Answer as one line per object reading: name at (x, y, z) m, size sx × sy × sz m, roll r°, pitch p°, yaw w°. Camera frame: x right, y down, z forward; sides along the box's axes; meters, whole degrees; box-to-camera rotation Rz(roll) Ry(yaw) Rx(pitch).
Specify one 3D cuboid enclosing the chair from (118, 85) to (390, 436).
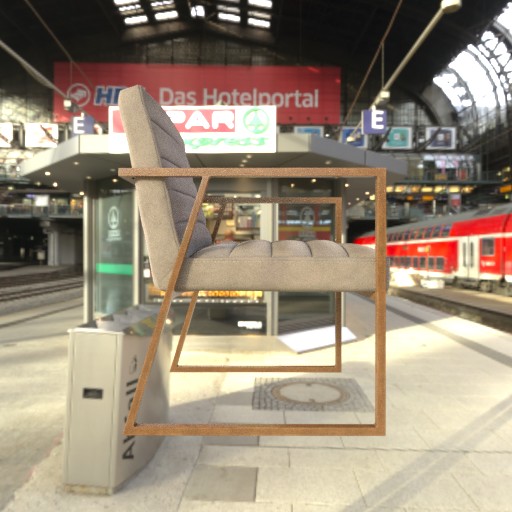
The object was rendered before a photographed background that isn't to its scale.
chair at (0.000, 0.000, 1.328) m, size 0.682 × 0.843 × 0.578 m, roll 0°, pitch 0°, yaw 1°
